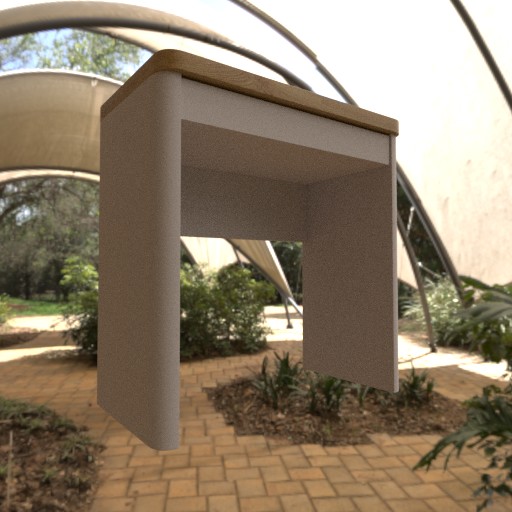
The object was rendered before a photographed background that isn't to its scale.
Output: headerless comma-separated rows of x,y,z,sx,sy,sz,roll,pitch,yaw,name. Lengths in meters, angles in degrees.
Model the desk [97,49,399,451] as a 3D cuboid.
0.000,0.000,1.242,0.760,0.790,0.440,1,-2,-36,desk
